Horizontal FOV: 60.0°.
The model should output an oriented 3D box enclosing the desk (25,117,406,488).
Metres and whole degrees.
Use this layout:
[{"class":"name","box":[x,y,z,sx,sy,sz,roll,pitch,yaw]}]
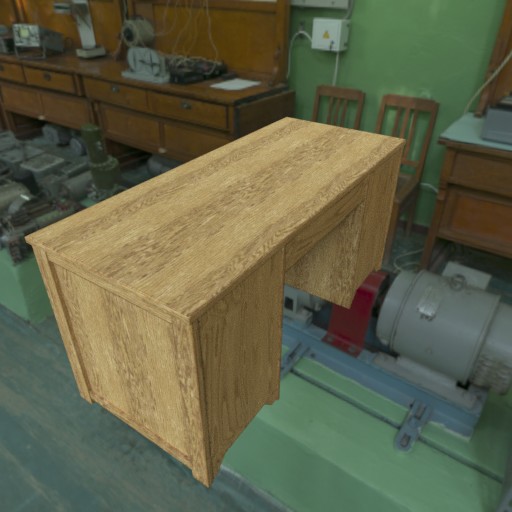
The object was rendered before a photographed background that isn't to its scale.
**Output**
[{"class":"desk","box":[0.000,0.000,1.959,0.685,0.751,1.567,21,38,28]}]
